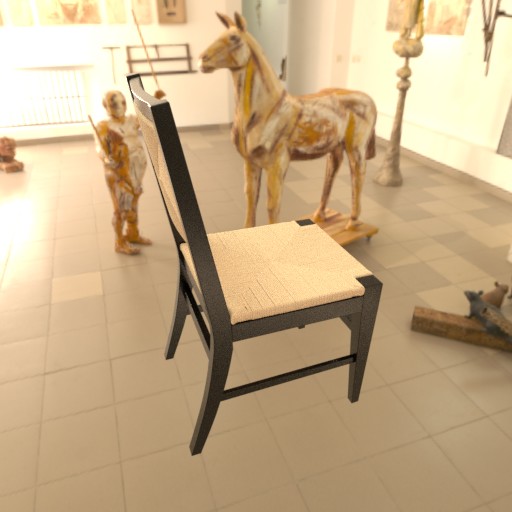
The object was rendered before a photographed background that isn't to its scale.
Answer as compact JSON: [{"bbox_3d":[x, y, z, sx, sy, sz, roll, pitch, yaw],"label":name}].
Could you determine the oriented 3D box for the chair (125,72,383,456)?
[{"bbox_3d":[0.000,0.000,1.237,0.552,0.927,0.437,-10,31,-17],"label":"chair"}]
